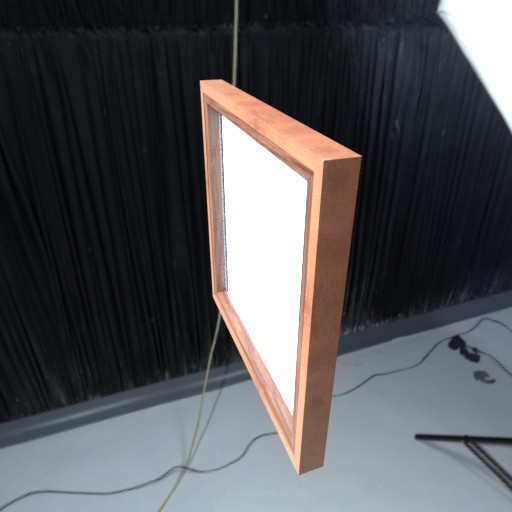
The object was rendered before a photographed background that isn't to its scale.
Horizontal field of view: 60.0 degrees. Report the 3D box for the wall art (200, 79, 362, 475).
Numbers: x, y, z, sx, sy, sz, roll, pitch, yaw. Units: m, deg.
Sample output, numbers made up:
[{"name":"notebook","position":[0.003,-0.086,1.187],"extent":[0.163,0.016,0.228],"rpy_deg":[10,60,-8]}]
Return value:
[{"name":"wall art","position":[0.000,0.000,0.616],"extent":[0.035,0.403,0.403],"rpy_deg":[-10,32,-17]}]
